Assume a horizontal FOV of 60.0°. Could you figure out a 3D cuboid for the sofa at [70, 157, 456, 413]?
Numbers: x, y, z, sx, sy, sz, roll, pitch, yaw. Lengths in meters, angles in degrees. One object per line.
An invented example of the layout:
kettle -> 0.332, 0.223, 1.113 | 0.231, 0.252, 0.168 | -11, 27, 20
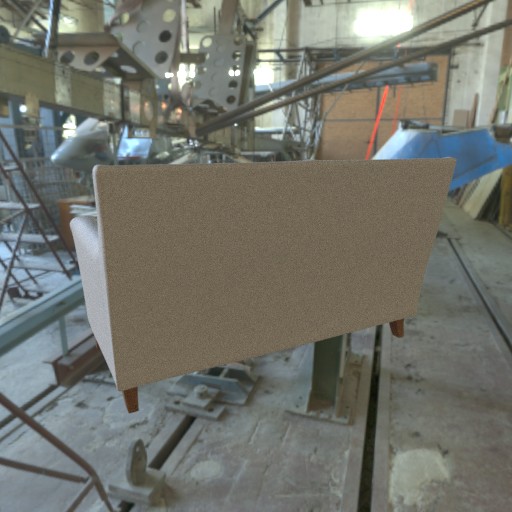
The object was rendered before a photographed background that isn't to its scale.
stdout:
sofa -> 0.000, 0.000, 2.029 | 1.482, 0.890, 0.888 | -8, 16, -28
